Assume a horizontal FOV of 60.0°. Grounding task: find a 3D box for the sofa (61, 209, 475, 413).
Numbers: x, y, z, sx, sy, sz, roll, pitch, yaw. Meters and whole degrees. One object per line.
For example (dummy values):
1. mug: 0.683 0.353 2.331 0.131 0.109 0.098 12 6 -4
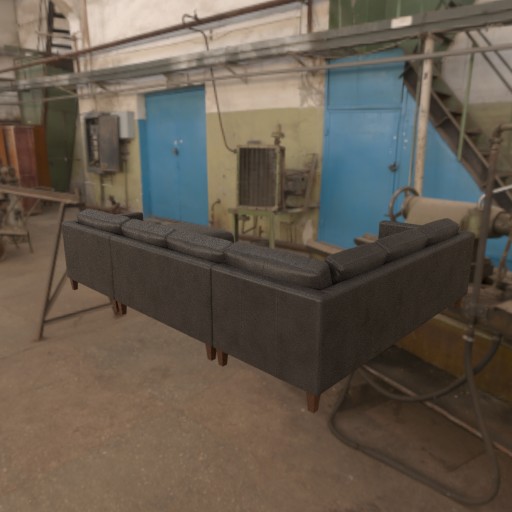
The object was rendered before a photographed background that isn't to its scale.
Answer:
1. sofa: 0.000 0.000 4.457 3.324 0.891 2.452 14 20 42
